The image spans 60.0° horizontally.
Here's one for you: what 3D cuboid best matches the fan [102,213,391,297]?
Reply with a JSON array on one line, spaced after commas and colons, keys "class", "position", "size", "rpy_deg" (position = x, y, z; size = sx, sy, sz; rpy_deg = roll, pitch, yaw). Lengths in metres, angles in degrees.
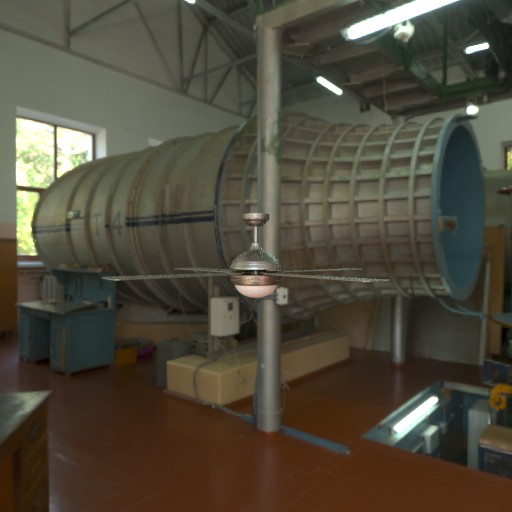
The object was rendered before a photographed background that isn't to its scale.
[{"class": "fan", "position": [0.000, 0.000, 2.031], "size": [1.321, 0.381, 1.321], "rpy_deg": [0, 1, -17]}]
